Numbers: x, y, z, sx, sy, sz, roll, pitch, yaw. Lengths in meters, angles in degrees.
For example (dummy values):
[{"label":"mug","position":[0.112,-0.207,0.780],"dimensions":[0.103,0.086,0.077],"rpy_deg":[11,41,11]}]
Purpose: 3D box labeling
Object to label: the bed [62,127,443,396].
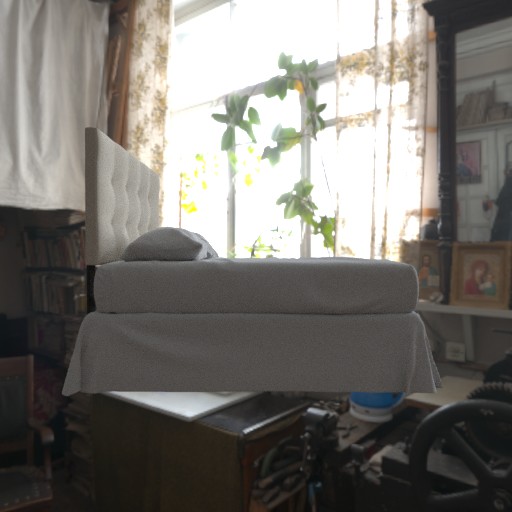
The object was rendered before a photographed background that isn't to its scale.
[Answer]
[{"label":"bed","position":[0.000,0.000,3.461],"dimensions":[2.222,1.577,1.936],"rpy_deg":[0,1,0]}]
